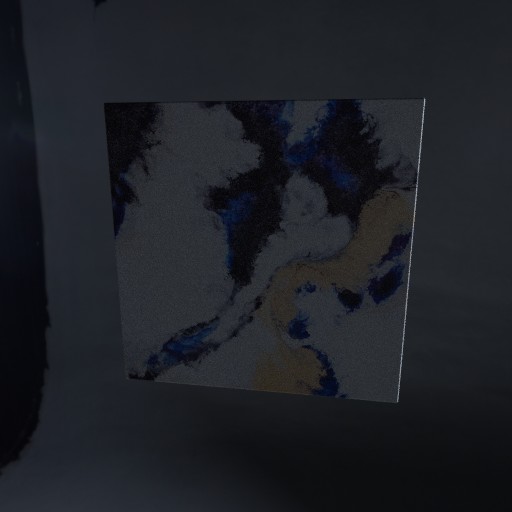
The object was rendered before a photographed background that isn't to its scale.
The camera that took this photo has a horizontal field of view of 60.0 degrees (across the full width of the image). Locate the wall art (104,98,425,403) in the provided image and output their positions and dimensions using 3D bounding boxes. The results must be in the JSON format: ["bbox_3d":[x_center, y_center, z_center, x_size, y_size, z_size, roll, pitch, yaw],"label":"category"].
[{"bbox_3d":[0.000,0.000,1.336,0.887,0.885,0.038,2,15,9],"label":"wall art"}]
